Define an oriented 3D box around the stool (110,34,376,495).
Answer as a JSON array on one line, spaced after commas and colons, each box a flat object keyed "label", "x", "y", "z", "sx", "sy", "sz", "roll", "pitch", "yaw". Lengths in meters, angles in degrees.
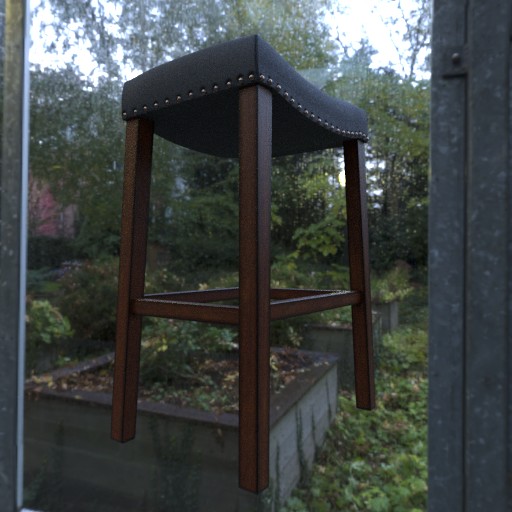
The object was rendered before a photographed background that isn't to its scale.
[{"label": "stool", "x": 0.000, "y": 0.000, "z": 0.997, "sx": 0.366, "sy": 0.748, "sz": 0.502, "roll": 0, "pitch": -1, "yaw": 36}]
